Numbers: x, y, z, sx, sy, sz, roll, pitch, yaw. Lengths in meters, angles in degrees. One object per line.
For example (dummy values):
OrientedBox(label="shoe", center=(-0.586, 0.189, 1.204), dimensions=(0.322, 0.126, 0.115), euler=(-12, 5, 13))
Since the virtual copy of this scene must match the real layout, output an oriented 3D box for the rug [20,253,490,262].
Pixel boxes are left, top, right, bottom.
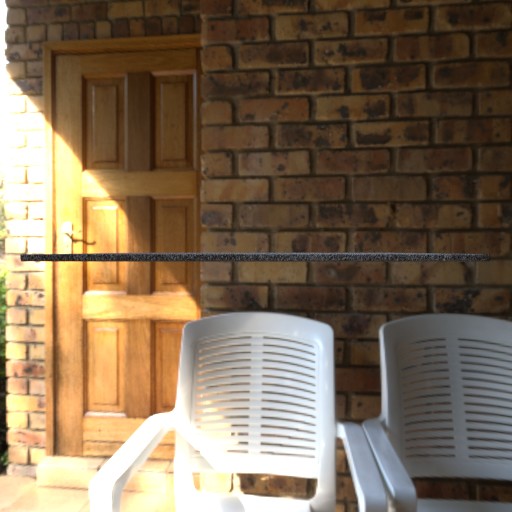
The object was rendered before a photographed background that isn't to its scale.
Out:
OrientedBox(label="rug", center=(0.000, 0.000, 2.099), dimensions=(1.601, 0.025, 1.198), euler=(0, 1, 1))
